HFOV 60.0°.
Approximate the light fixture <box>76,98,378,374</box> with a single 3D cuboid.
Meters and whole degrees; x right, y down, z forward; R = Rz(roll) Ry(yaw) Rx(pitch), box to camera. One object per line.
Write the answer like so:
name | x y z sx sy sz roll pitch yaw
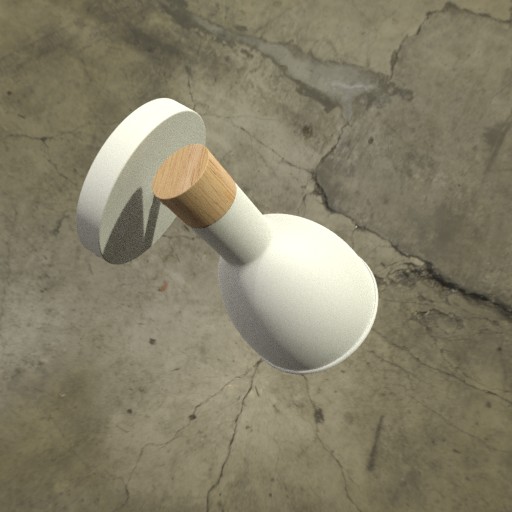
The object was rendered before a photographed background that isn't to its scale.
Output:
light fixture | 0.000 0.000 0.336 0.209 0.199 0.127 31 77 8
